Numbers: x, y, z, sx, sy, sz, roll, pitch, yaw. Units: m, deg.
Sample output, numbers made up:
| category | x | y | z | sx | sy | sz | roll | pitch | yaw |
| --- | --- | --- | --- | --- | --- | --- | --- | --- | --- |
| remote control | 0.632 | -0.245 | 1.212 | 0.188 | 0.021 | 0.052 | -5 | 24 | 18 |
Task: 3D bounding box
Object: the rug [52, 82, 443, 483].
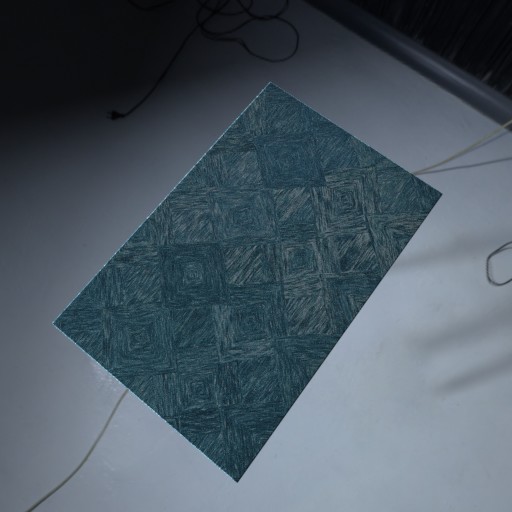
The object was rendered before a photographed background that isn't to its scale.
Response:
| category | x | y | z | sx | sy | sz | roll | pitch | yaw |
| --- | --- | --- | --- | --- | --- | --- | --- | --- | --- |
| rug | 0.000 | 0.000 | 2.921 | 1.490 | 0.015 | 2.277 | 37 | 77 | 10 |
